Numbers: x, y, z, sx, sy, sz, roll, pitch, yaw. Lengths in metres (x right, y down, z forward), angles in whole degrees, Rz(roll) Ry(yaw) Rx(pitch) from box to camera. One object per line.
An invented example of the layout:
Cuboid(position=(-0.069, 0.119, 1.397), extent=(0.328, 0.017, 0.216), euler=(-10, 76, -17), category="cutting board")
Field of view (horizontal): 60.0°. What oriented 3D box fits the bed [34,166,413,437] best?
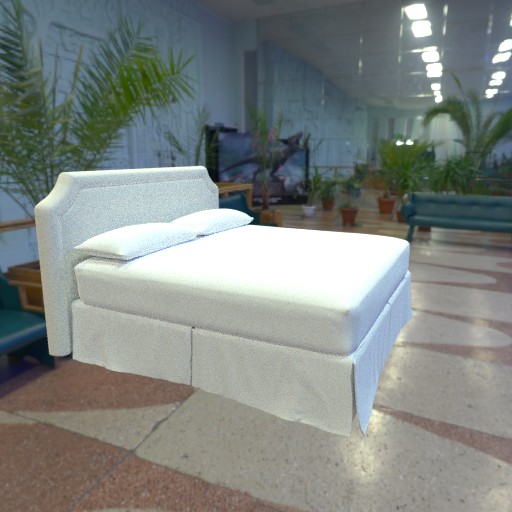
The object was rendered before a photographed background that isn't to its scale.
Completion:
Cuboid(position=(0.000, 0.000, 3.439), extent=(2.204, 1.301, 2.160), euler=(6, 15, 26), category="bed")
